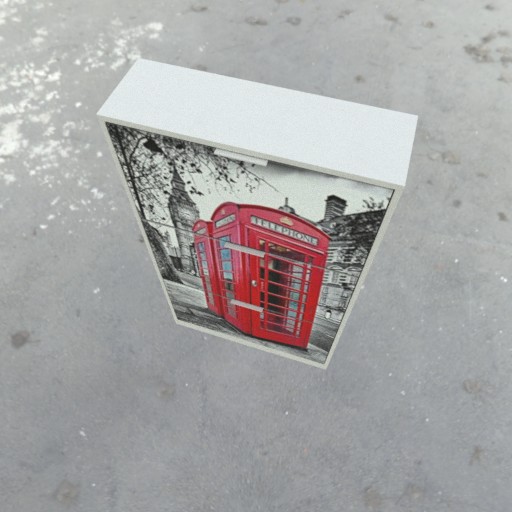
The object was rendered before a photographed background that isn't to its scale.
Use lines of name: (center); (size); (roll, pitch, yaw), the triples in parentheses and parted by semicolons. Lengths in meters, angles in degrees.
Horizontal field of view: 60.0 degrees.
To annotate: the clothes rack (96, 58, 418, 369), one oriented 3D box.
clothes rack: (0.000, 0.000, 1.621); (0.750, 1.280, 0.250); (15, 59, 9)
